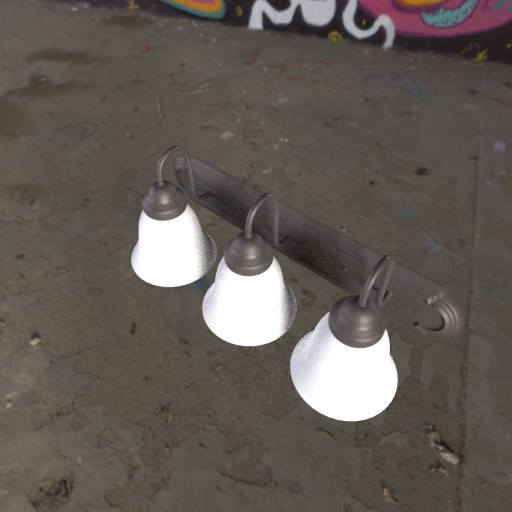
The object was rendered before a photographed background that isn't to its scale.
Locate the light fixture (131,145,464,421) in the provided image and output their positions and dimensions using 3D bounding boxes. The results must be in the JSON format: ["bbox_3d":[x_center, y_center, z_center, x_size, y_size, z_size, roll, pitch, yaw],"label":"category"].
[{"bbox_3d":[0.000,0.000,0.703,0.610,0.222,0.199,31,54,26],"label":"light fixture"}]
